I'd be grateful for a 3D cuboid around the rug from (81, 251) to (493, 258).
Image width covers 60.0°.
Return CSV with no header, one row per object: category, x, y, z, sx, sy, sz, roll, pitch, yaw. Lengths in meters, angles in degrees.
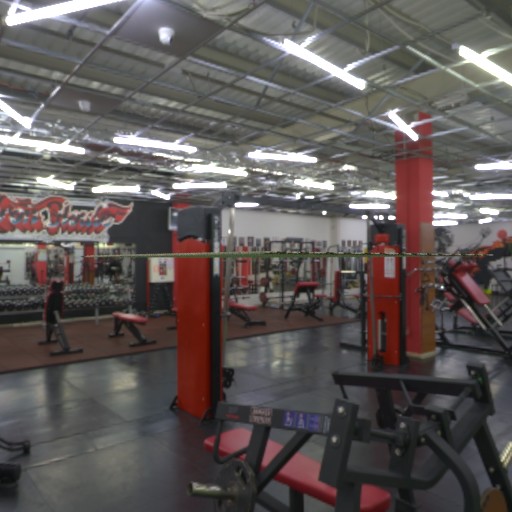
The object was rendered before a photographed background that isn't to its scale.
rug,0.000,0.000,2.270,1.247,0.008,1.802,0,-1,-37
